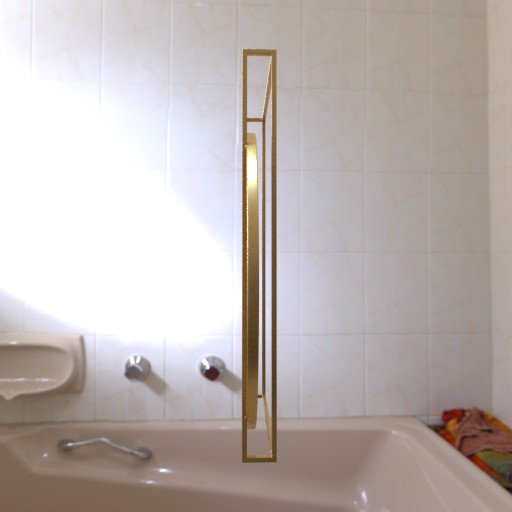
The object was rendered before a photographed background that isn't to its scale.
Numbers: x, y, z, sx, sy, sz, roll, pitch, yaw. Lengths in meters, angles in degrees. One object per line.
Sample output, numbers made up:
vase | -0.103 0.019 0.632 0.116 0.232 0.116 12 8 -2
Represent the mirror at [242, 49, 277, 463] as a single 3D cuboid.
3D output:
mirror | 0.000 0.000 0.803 0.051 0.603 0.508 0 -1 -2
